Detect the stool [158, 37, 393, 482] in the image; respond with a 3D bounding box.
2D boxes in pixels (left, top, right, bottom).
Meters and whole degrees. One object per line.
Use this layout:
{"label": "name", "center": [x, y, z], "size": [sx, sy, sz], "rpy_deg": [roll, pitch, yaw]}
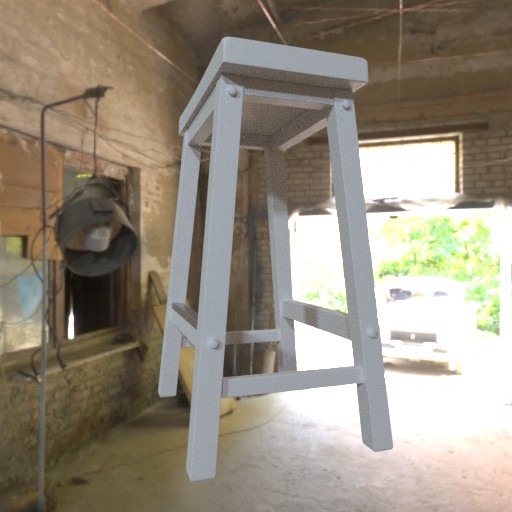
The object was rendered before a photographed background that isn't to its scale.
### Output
{"label": "stool", "center": [0.000, 0.000, 0.839], "size": [0.322, 0.610, 0.406], "rpy_deg": [0, 0, -18]}
